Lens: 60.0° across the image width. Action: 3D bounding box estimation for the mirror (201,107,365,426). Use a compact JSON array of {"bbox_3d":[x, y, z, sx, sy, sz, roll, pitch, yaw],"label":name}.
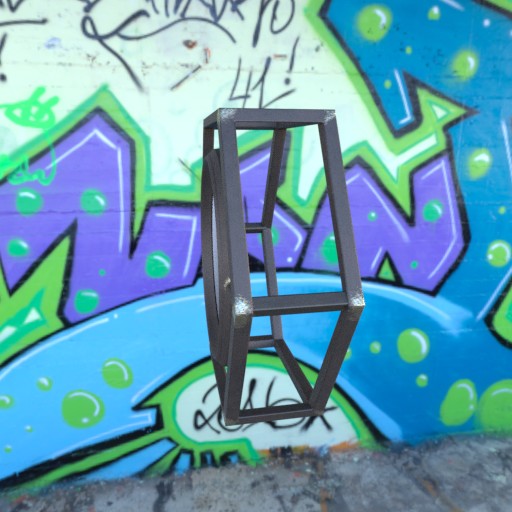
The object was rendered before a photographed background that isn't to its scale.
[{"bbox_3d":[0.000,0.000,0.551,0.119,0.334,0.380,-3,14,-11],"label":"mirror"}]
